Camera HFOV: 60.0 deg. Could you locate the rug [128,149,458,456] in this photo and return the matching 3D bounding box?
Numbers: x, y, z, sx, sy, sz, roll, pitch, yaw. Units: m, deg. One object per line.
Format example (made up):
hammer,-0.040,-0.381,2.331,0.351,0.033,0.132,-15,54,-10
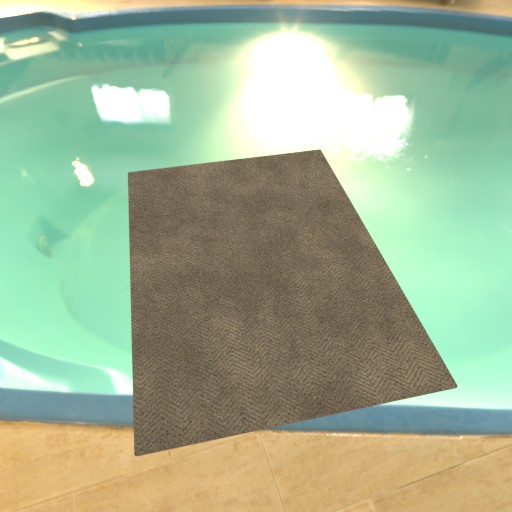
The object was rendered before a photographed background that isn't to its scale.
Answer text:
rug,0.000,0.000,2.874,1.600,0.008,2.235,-9,46,-8
